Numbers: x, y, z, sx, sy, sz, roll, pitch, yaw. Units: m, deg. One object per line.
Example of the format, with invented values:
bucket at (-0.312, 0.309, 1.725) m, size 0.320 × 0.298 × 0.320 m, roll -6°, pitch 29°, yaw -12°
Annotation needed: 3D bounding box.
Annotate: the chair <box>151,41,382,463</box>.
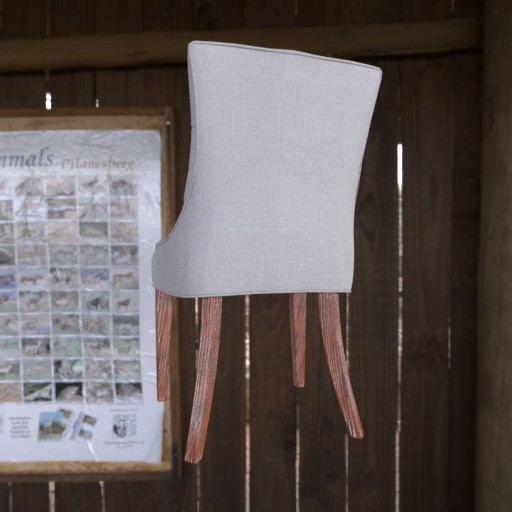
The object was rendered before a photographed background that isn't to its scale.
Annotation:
chair at (0.000, 0.000, 1.182) m, size 0.509 × 0.874 × 0.565 m, roll 0°, pitch 1°, yaw -18°
